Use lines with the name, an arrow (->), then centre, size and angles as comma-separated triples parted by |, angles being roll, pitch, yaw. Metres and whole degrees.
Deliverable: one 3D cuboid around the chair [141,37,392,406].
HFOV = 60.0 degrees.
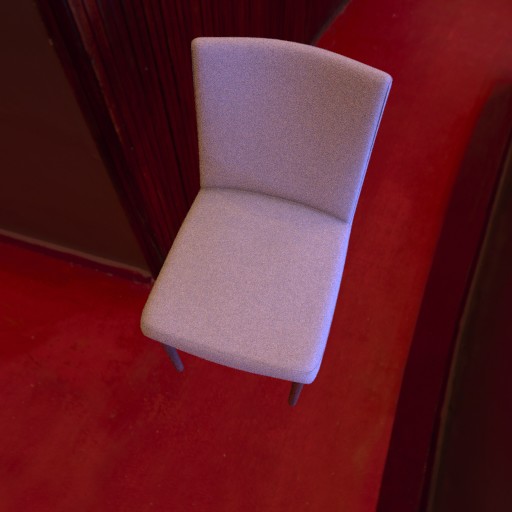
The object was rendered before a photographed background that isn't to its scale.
chair -> 0.000, 0.000, 1.156 | 0.456, 0.859, 0.570 | 15, 61, 8
